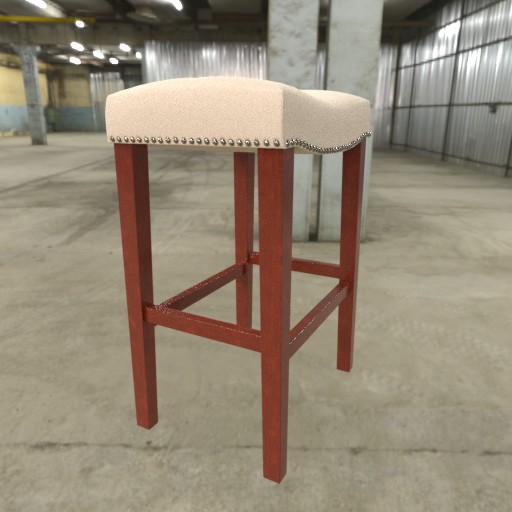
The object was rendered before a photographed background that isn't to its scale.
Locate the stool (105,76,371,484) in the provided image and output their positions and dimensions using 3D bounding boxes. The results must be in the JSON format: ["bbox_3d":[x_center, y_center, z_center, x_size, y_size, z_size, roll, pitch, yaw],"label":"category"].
[{"bbox_3d":[0.000,0.000,1.029,0.372,0.742,0.504,9,19,27],"label":"stool"}]
